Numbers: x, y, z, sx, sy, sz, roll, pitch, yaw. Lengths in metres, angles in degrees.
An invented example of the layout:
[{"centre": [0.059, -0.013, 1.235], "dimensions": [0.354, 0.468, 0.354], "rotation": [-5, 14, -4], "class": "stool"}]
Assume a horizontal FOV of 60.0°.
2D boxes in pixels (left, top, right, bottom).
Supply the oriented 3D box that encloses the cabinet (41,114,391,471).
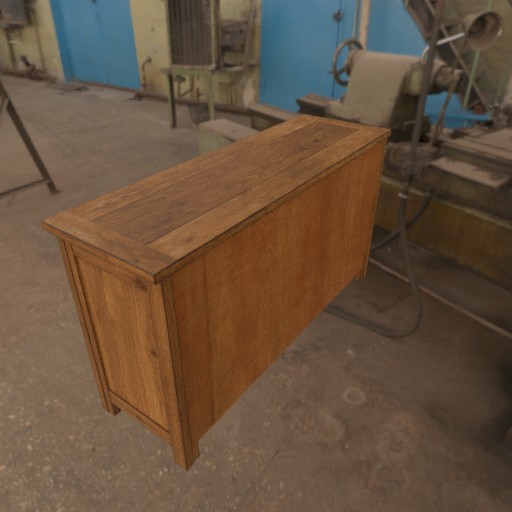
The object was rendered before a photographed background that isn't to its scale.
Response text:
[{"centre": [0.000, 0.000, 1.881], "dimensions": [0.480, 0.813, 1.474], "rotation": [21, 38, 30], "class": "cabinet"}]
